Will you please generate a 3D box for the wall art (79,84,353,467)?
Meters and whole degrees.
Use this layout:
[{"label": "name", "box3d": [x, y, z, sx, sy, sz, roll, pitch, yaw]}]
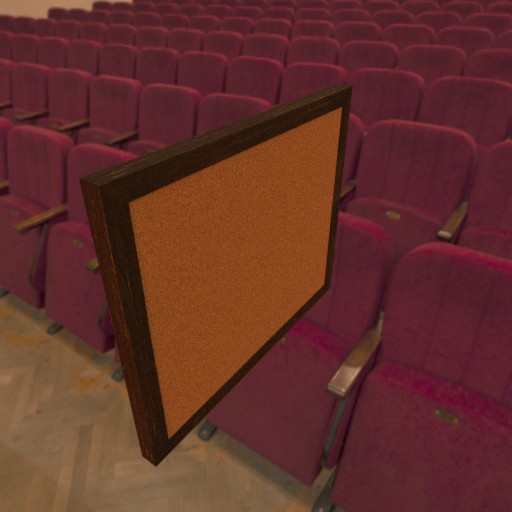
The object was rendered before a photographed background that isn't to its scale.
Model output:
[{"label": "wall art", "box3d": [0.000, 0.000, 0.746, 0.032, 0.457, 0.558, 21, 38, 30]}]
